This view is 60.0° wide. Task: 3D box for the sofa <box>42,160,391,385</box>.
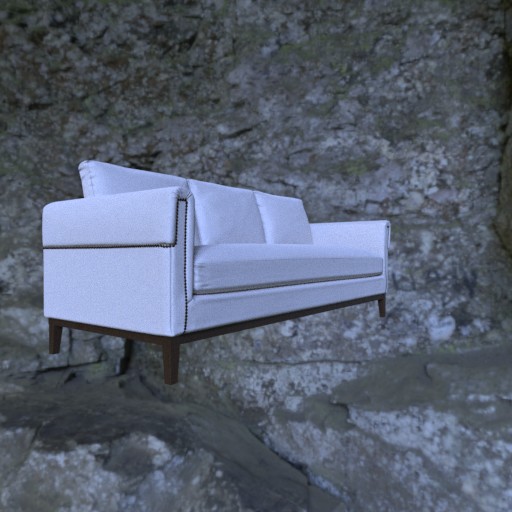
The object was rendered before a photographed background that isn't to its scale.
[{"bbox_3d":[0.000,0.000,2.679,0.902,0.911,2.198,0,0,37],"label":"sofa"}]
